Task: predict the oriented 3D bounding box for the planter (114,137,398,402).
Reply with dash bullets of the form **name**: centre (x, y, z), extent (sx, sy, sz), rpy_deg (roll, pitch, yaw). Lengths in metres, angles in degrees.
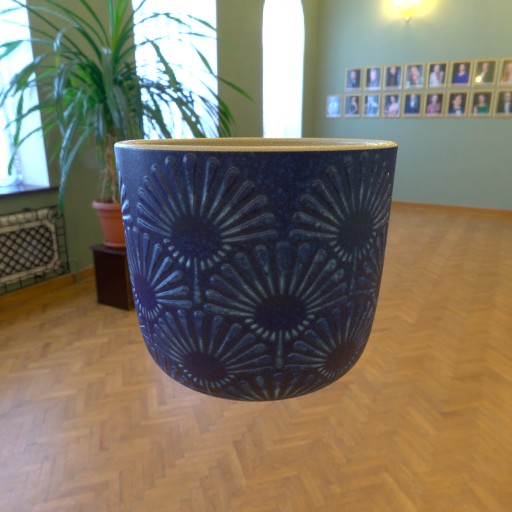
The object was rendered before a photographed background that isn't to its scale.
- **planter**: centre (0.000, 0.000, 0.217), extent (0.124, 0.109, 0.124), rpy_deg (0, 16, 0)
